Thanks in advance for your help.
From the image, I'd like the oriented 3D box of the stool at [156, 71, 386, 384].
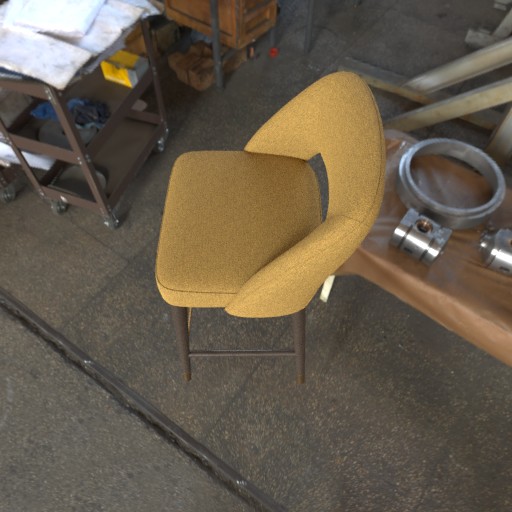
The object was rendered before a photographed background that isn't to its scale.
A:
[{"bbox_3d":[0.000,0.000,1.325,0.522,1.032,0.536,1,58,1],"label":"stool"}]
